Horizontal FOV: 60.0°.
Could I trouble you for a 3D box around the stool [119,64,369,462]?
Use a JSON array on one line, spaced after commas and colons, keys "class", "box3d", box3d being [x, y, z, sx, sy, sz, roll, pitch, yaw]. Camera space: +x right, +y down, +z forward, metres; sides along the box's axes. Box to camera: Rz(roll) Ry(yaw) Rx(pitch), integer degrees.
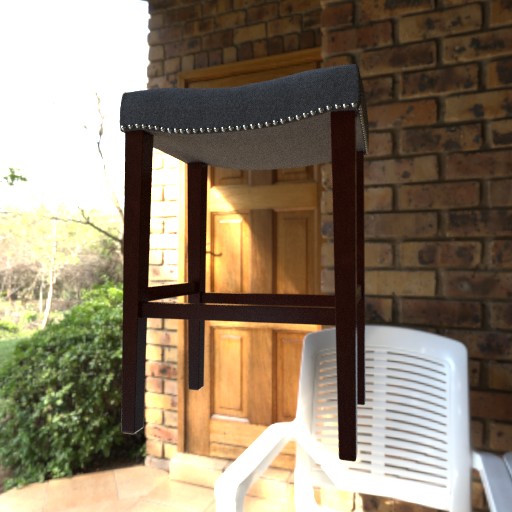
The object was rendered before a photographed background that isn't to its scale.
[{"class": "stool", "box3d": [0.000, 0.000, 1.035, 0.504, 0.742, 0.372, 0, -1, 16]}]
